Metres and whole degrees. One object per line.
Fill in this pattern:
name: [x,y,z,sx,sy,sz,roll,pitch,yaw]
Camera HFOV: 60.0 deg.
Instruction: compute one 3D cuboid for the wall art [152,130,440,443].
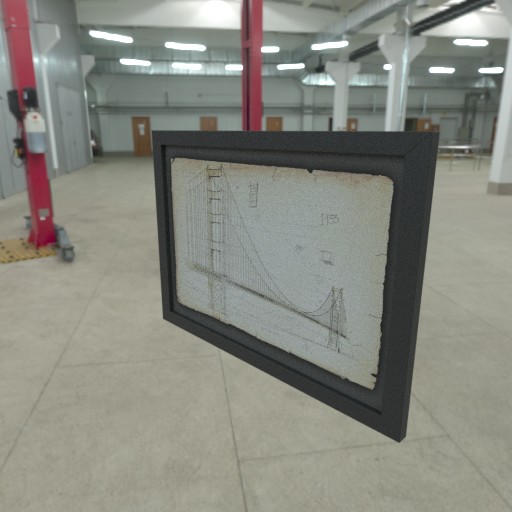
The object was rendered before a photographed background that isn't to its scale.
wall art: [0.000,0.000,0.563,0.016,0.306,0.432,-15,22,-42]
